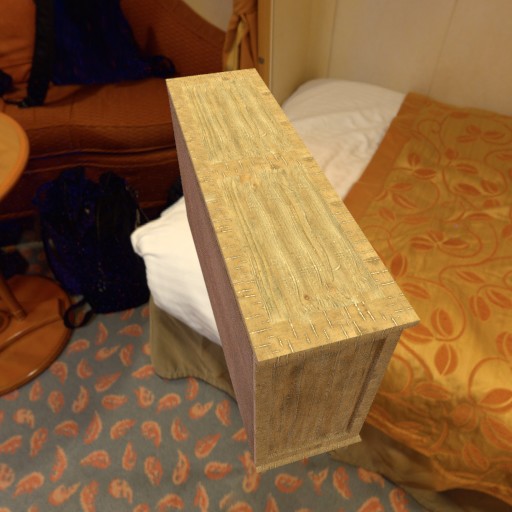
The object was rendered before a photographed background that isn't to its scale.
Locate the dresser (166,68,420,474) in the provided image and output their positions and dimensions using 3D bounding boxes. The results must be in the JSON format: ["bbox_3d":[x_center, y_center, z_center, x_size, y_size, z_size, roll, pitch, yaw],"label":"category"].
[{"bbox_3d":[0.000,0.000,2.061,0.457,1.016,1.626,-12,48,-11],"label":"dresser"}]
